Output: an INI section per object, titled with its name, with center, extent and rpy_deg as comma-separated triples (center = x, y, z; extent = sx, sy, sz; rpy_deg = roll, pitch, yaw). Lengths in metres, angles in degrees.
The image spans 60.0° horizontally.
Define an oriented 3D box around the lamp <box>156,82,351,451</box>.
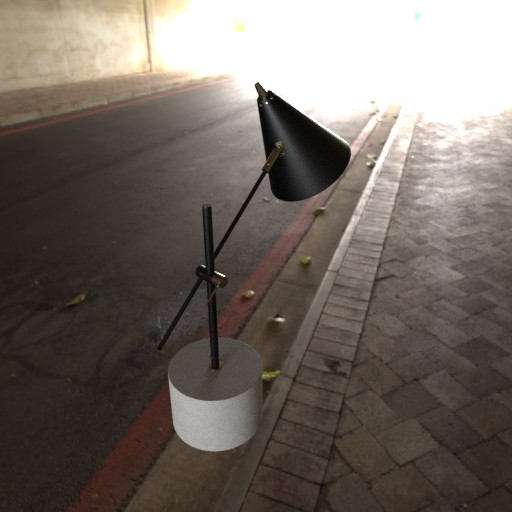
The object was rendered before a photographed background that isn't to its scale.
[lamp]
center = 0.000, 0.000, 0.723
extent = 0.403, 0.518, 0.214
rpy_deg = -19, 33, -33
